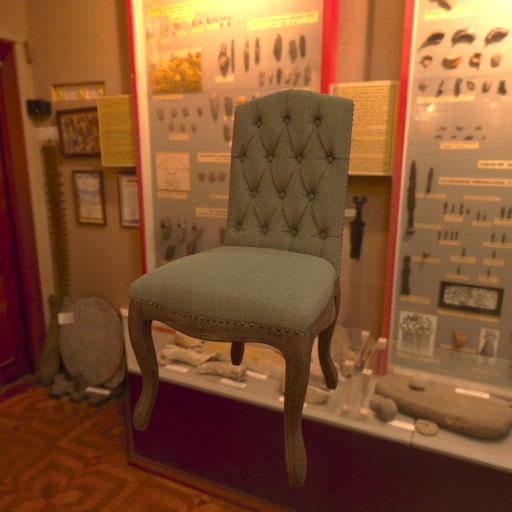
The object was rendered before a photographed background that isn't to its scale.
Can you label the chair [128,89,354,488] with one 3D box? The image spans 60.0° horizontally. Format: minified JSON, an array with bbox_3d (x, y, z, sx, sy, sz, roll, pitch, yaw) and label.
[{"bbox_3d":[0.000,0.000,1.583,0.637,1.191,0.731,7,16,26],"label":"chair"}]
